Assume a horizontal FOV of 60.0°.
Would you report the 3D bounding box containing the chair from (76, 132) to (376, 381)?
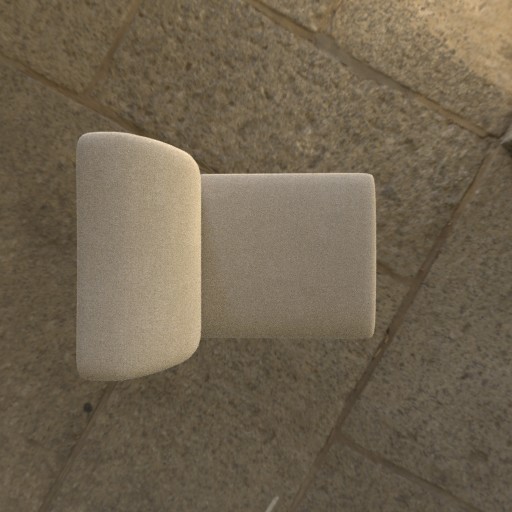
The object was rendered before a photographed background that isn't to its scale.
[{"bbox_3d":[0.000,0.000,1.317,0.754,0.833,0.521,0,90,-1],"label":"chair"}]
